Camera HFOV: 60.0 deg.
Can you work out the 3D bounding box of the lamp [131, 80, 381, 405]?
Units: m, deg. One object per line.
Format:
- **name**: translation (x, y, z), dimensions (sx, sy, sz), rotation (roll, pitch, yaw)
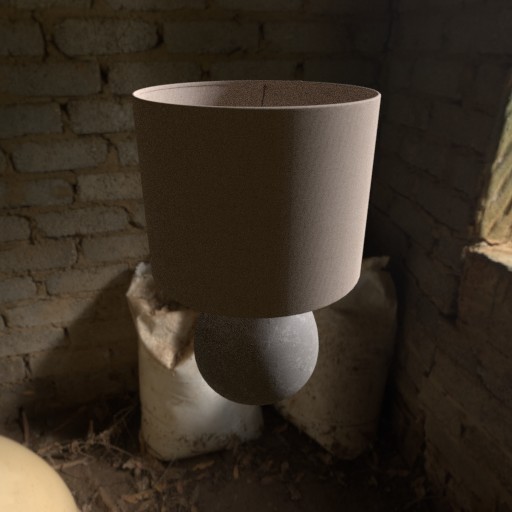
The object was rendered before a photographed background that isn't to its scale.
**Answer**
- **lamp**: translation (0.000, 0.000, 0.581), dimensions (0.269, 0.409, 0.269), rotation (18, 31, 32)
